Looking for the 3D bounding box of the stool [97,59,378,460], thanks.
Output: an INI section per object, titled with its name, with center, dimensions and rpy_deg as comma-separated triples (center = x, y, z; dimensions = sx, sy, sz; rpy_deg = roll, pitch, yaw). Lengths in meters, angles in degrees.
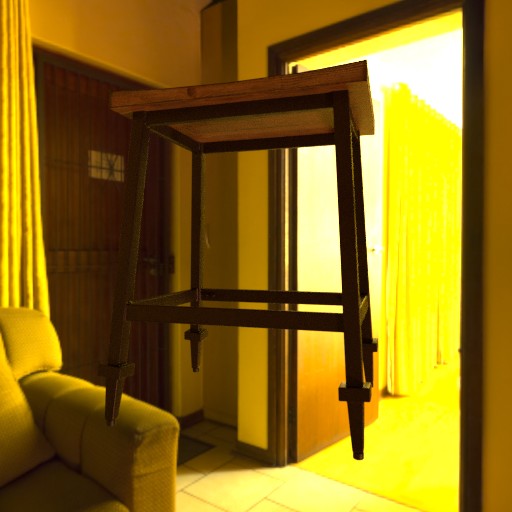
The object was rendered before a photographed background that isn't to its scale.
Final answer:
[stool]
center = 0.000, 0.000, 0.932
dimensions = 0.486, 0.625, 0.405
rpy_deg = 0, 1, 17
